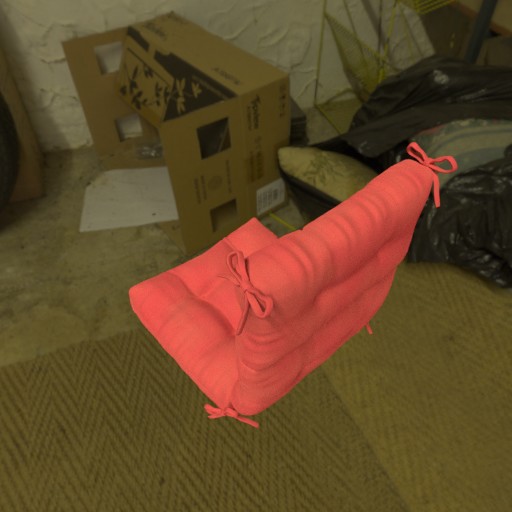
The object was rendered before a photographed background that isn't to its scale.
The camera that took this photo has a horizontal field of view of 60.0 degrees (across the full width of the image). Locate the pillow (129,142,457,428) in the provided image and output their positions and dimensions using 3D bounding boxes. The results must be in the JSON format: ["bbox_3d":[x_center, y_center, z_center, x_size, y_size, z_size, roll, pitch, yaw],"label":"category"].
[{"bbox_3d":[0.000,0.000,1.037,0.519,0.605,0.571,-32,54,-27],"label":"pillow"}]
